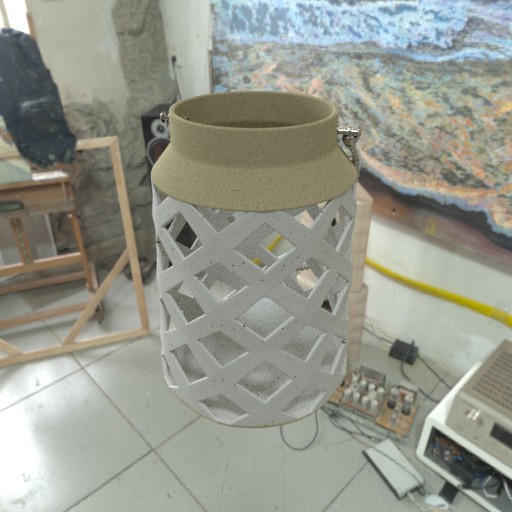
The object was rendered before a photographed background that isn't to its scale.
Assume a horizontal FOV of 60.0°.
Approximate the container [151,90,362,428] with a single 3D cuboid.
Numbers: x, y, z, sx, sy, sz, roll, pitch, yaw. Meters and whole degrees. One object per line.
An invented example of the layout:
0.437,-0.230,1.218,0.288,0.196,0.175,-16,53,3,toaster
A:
0.000,0.000,0.347,0.163,0.229,0.172,9,32,14,container
